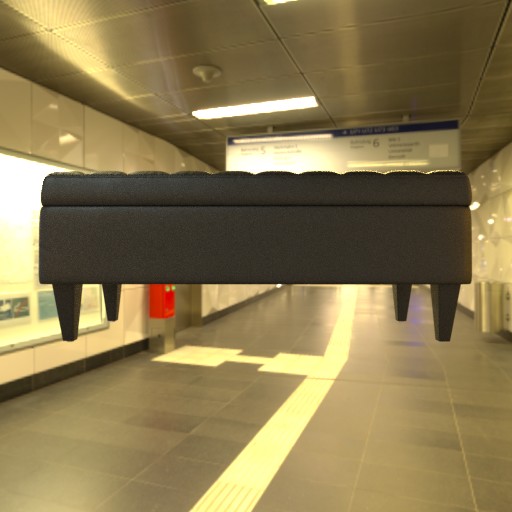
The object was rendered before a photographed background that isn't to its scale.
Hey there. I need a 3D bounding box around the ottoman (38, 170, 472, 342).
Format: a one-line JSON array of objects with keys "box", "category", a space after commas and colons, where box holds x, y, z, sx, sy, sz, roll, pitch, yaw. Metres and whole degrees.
[{"box": [0.000, 0.000, 1.395, 1.151, 0.469, 0.482, 0, 0, 0], "category": "ottoman"}]
